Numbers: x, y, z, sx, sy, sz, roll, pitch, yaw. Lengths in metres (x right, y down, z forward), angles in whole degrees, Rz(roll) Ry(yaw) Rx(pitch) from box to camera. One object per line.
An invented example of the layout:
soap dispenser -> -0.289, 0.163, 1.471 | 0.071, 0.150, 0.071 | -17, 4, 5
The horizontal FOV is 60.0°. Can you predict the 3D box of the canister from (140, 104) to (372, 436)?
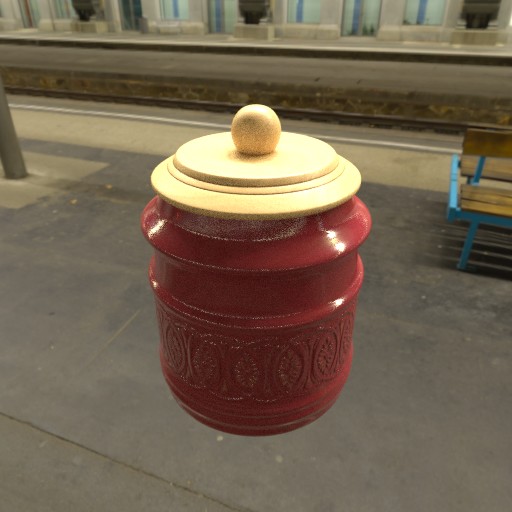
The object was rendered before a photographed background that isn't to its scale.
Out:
canister -> 0.000, 0.000, 0.269 | 0.130, 0.176, 0.130 | 0, 30, 0
